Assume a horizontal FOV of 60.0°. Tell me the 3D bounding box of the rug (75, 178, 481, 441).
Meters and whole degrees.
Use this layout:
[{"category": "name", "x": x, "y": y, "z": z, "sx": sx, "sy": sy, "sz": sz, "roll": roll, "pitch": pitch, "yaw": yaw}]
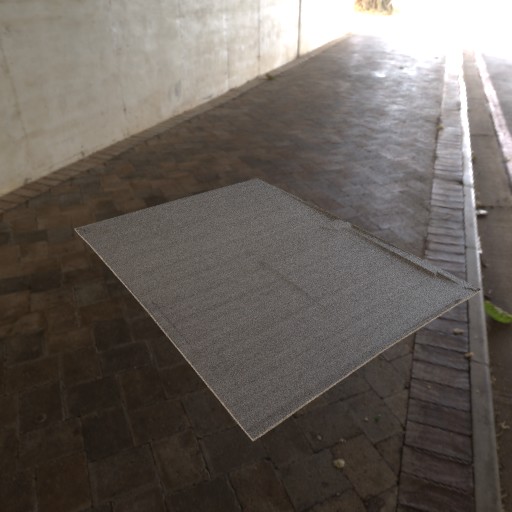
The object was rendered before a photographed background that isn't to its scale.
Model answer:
[{"category": "rug", "x": 0.000, "y": 0.000, "z": 4.994, "sx": 2.873, "sy": 0.053, "sz": 3.778, "roll": -21, "pitch": 37, "yaw": -31}]
